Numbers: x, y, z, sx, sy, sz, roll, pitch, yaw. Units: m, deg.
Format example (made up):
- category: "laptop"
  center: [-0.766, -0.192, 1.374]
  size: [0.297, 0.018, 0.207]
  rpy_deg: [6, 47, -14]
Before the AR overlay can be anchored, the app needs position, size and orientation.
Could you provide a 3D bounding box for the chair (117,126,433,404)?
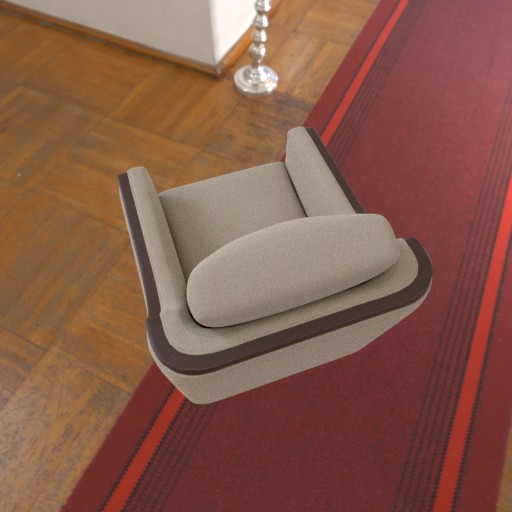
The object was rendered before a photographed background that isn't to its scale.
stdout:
- category: "chair"
  center: [0.000, 0.000, 1.680]
  size: [0.870, 0.930, 0.950]
  rpy_deg: [-17, 60, -10]
